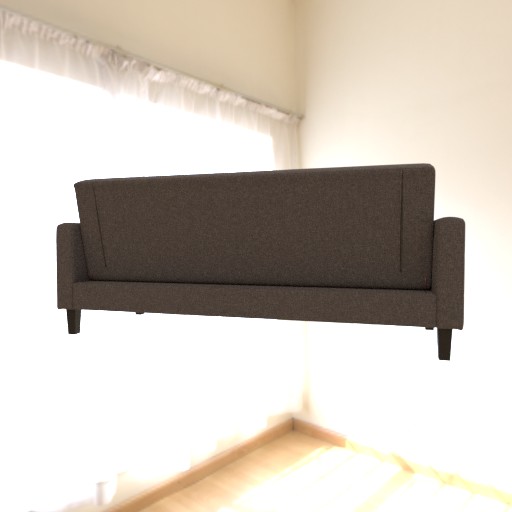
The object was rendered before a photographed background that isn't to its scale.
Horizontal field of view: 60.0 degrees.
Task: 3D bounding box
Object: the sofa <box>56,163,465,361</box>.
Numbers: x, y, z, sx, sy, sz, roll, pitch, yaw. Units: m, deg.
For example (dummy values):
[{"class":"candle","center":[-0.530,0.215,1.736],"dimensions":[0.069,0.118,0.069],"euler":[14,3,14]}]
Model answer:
[{"class":"sofa","center":[0.000,0.000,2.477],"dimensions":[2.040,0.850,0.810],"euler":[1,2,16]}]
